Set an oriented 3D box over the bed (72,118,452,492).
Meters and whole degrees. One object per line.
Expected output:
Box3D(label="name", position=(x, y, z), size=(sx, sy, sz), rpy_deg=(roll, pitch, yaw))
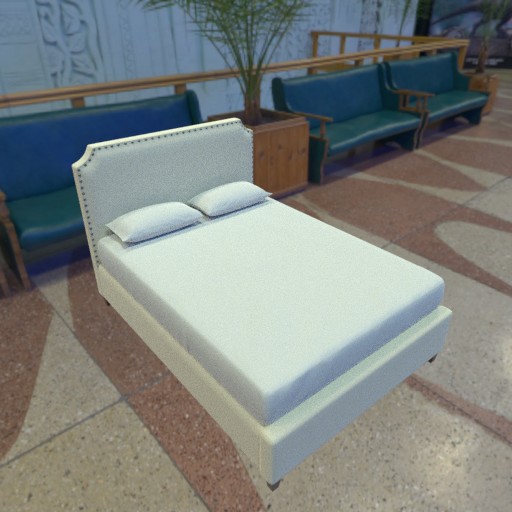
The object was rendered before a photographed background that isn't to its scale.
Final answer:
Box3D(label="bed", position=(0.000, 0.000, 3.305), size=(1.703, 1.415, 2.329), rpy_deg=(-22, 37, -33))
